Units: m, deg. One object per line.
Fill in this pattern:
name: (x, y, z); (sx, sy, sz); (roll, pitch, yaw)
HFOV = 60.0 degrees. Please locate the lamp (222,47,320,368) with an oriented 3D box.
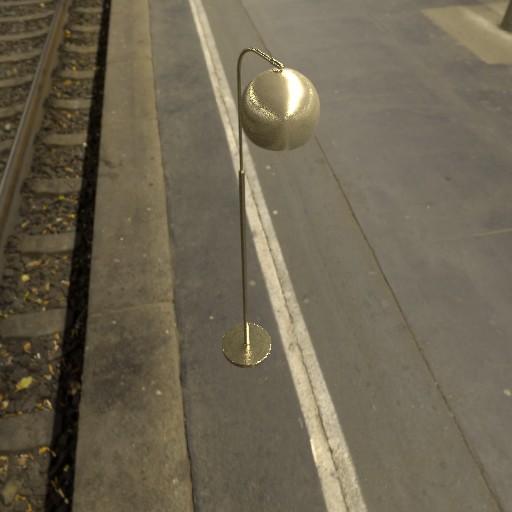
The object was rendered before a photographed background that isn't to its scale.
lamp: (0.000, 0.000, 1.669); (0.250, 1.526, 0.431); (-25, 52, -21)
